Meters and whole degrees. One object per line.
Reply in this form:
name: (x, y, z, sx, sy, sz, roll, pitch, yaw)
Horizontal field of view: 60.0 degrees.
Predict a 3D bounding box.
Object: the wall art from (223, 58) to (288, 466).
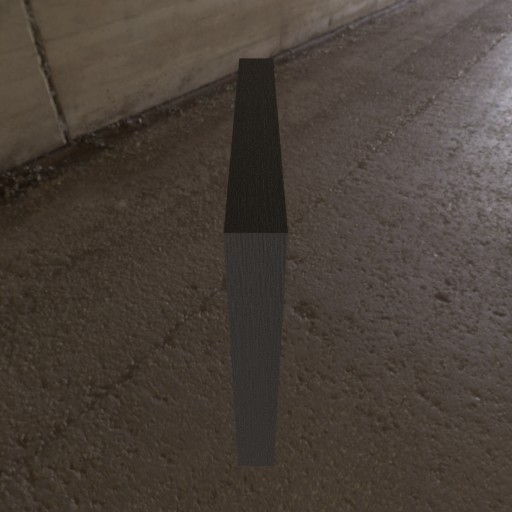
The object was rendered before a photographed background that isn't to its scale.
wall art: (0.000, 0.000, 0.462, 0.036, 0.300, 0.302, 0, 41, 0)
